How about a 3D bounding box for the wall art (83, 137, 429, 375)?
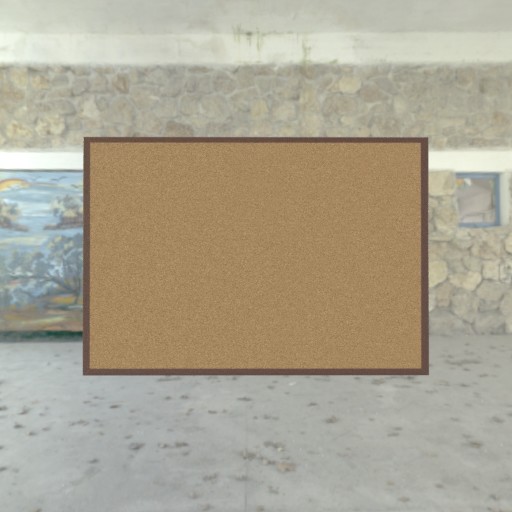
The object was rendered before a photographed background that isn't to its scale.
[{"bbox_3d":[0.000,0.000,0.851,0.660,0.455,0.014,0,0,0],"label":"wall art"}]
